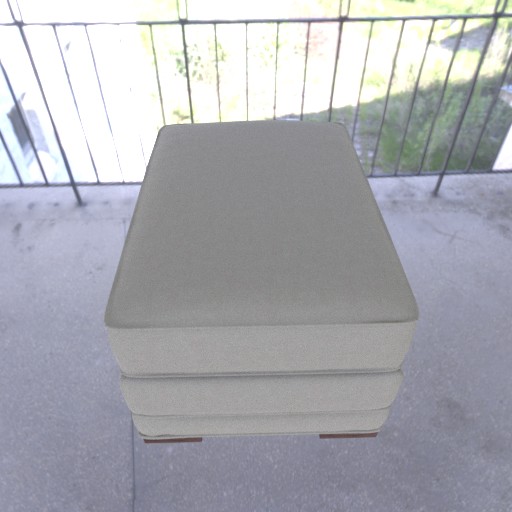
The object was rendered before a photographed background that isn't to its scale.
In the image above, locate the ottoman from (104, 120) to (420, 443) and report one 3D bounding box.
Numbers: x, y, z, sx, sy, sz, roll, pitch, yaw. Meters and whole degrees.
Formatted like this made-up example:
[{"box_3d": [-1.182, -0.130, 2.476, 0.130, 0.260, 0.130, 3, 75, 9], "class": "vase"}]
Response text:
[{"box_3d": [0.000, 0.000, 1.222, 0.611, 0.482, 0.848, -1, 42, -1], "class": "ottoman"}]
